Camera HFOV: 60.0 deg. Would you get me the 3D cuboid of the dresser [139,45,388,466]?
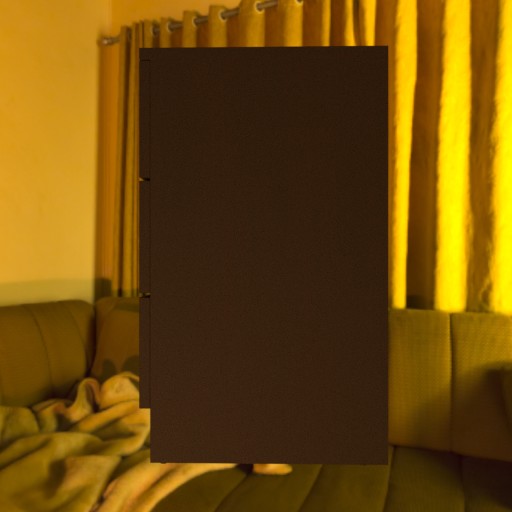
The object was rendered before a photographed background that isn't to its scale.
[{"bbox_3d":[0.000,0.000,0.793,0.360,0.560,0.400,0,0,1],"label":"dresser"}]
